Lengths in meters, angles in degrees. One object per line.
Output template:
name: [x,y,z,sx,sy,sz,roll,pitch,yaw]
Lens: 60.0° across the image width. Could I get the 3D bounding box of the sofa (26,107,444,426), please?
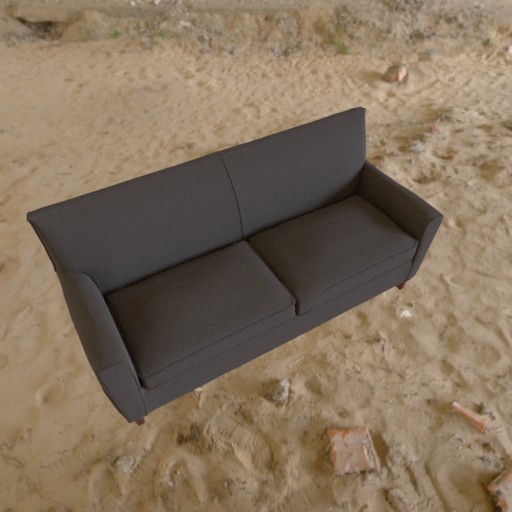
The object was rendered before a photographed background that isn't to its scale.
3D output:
sofa: [0.000,0.000,2.469,2.002,0.907,0.843,-23,51,-20]
